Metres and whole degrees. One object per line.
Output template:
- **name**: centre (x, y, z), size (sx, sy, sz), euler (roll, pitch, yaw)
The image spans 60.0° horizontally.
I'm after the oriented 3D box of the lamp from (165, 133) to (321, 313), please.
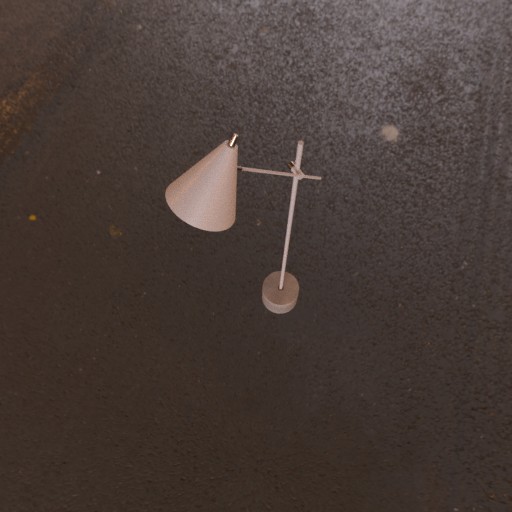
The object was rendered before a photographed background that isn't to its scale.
- **lamp**: centre (0.000, 0.000, 1.641), size (0.508, 1.430, 0.223), euler (-31, 68, -14)
